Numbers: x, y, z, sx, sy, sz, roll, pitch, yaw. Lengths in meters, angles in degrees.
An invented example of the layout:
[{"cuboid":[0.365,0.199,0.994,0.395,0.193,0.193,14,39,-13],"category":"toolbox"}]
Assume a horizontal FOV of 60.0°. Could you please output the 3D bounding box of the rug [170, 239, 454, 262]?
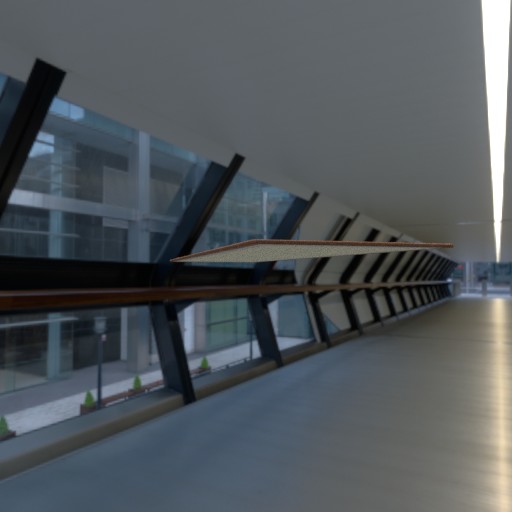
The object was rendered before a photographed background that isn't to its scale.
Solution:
[{"cuboid":[0.000,0.000,2.658,0.764,0.017,2.439,1,-2,-17],"category":"rug"}]
